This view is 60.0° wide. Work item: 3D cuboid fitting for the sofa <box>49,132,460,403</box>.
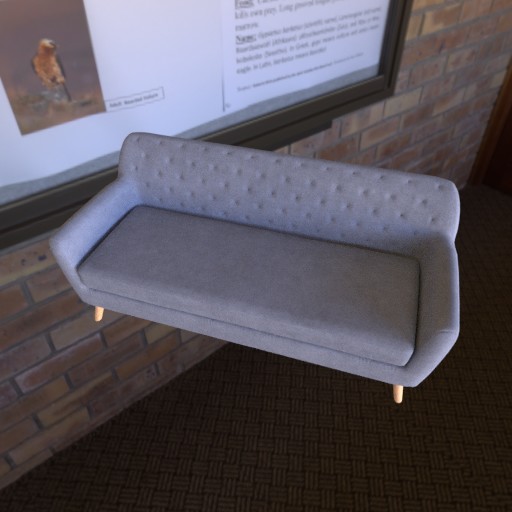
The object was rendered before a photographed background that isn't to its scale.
[{"bbox_3d":[0.000,0.000,2.376,1.970,0.830,0.830,12,42,14],"label":"sofa"}]
